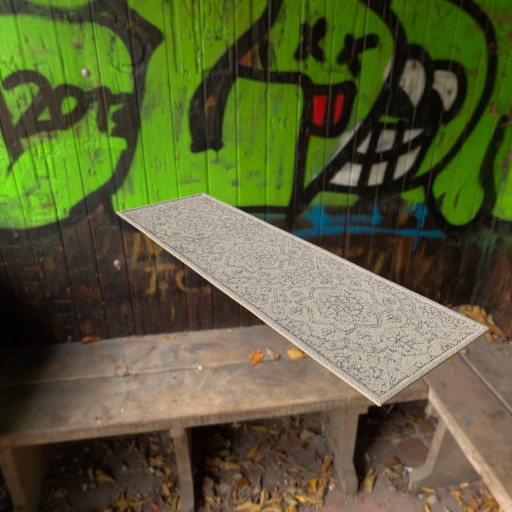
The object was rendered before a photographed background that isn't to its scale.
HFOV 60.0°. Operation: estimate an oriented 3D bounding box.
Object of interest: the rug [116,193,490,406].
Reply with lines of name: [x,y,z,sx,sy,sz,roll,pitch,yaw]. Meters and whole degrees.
rug: [0.000,0.000,2.640,0.769,0.012,2.448,-19,32,-33]
